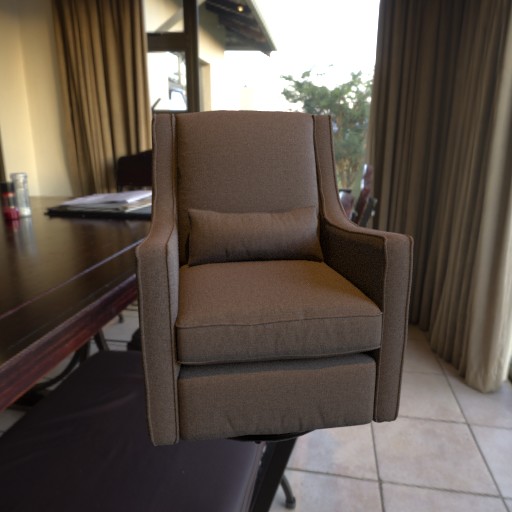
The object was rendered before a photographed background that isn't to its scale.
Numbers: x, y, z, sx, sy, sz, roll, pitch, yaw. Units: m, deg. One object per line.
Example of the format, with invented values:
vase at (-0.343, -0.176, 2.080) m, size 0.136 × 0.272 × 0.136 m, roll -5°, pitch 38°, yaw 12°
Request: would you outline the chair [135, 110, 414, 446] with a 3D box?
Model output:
chair at (0.000, 0.000, 1.537) m, size 0.732 × 0.993 × 0.879 m, roll -2°, pitch 16°, yaw -9°
